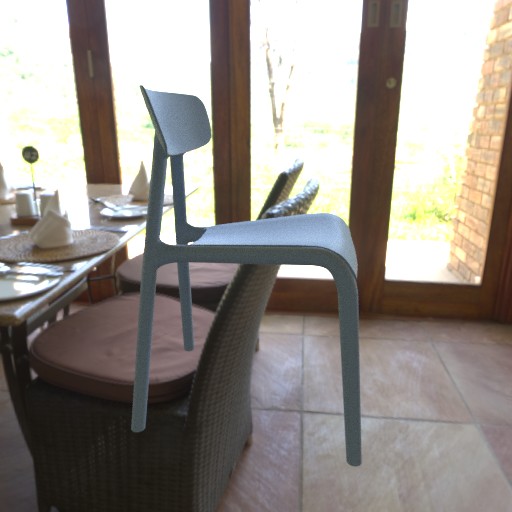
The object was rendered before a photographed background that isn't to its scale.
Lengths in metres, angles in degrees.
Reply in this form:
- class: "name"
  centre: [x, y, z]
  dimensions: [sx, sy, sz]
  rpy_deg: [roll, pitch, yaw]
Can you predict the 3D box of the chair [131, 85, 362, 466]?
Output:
- class: "chair"
  centre: [0.000, 0.000, 0.820]
  dimensions: [0.401, 0.580, 0.356]
  rpy_deg: [3, 17, 9]
